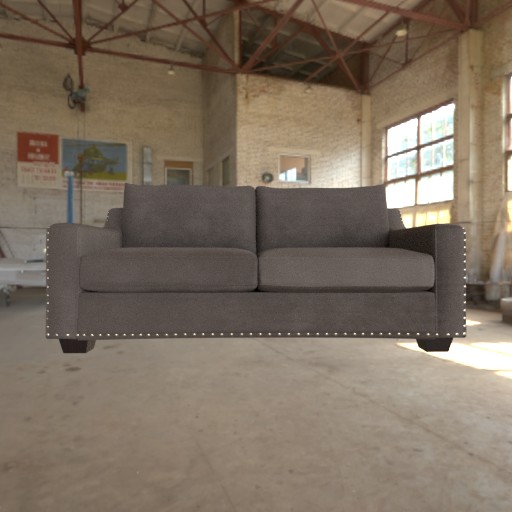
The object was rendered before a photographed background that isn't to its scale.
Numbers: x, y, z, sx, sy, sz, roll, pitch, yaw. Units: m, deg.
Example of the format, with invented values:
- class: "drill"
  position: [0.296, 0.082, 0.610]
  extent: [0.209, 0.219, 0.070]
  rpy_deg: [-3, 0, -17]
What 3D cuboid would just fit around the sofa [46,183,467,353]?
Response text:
- class: "sofa"
  position: [0.000, 0.000, 3.289]
  extent: [2.550, 1.196, 1.336]
  rpy_deg: [0, 0, -1]
